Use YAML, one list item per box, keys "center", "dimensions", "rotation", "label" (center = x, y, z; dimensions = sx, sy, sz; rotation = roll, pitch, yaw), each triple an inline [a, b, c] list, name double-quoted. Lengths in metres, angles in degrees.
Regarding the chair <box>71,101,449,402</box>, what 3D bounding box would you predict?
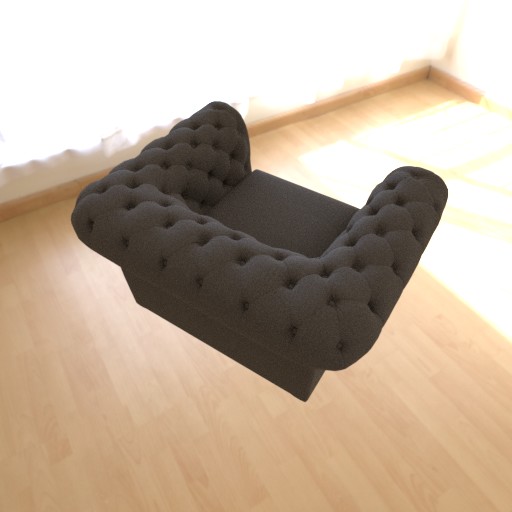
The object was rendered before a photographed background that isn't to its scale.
- center: [0.000, 0.000, 1.951]
  dimensions: [1.270, 0.770, 0.976]
  rotation: [25, 52, 22]
  label: "chair"
